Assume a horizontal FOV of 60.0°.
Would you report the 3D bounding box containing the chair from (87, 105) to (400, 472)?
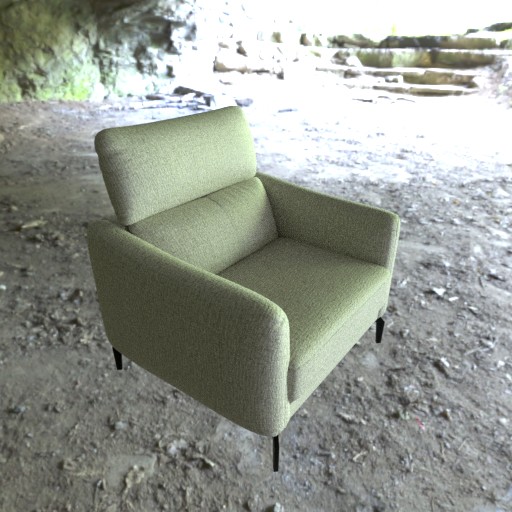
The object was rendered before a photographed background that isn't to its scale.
[{"bbox_3d":[0.000,0.000,1.691,0.835,0.967,0.972,19,33,32],"label":"chair"}]
